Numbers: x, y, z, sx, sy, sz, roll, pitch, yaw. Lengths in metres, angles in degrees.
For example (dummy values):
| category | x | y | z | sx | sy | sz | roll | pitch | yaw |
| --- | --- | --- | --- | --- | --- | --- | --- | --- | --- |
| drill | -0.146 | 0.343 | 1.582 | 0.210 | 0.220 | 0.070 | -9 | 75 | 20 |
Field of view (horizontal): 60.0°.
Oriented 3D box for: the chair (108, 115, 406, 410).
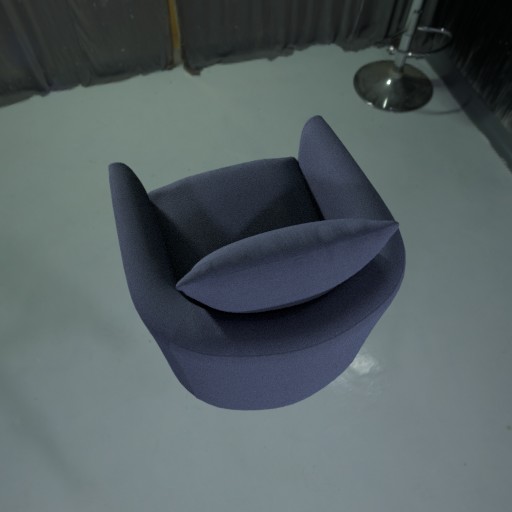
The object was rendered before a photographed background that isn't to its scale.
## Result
| category | x | y | z | sx | sy | sz | roll | pitch | yaw |
| --- | --- | --- | --- | --- | --- | --- | --- | --- | --- |
| chair | 0.000 | 0.000 | 1.553 | 0.845 | 0.848 | 0.910 | -16 | 60 | -9 |
